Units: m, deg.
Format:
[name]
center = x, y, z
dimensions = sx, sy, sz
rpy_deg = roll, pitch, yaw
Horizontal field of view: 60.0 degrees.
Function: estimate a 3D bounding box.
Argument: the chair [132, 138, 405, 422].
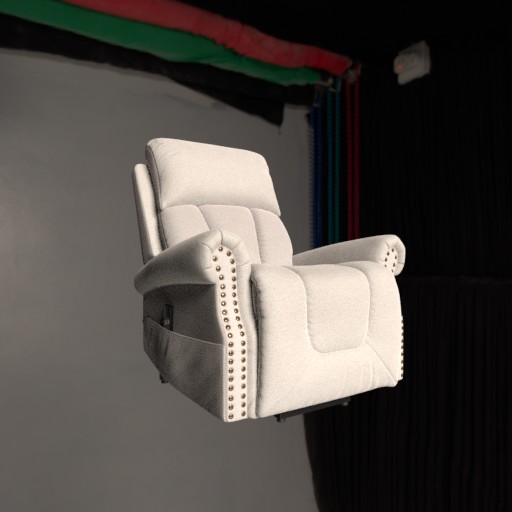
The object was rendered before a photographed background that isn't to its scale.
[chair]
center = 0.000, 0.000, 1.748
dimensions = 0.871, 1.031, 0.979
rpy_deg = 0, 0, -34
